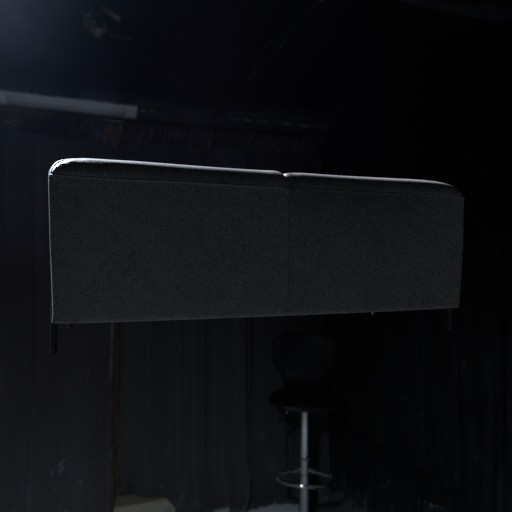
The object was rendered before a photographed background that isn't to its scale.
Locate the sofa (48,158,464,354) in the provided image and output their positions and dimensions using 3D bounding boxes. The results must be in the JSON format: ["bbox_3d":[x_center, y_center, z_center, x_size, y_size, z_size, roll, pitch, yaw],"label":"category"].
[{"bbox_3d":[0.000,0.000,2.278,1.878,0.747,0.905,0,-1,-18],"label":"sofa"}]
